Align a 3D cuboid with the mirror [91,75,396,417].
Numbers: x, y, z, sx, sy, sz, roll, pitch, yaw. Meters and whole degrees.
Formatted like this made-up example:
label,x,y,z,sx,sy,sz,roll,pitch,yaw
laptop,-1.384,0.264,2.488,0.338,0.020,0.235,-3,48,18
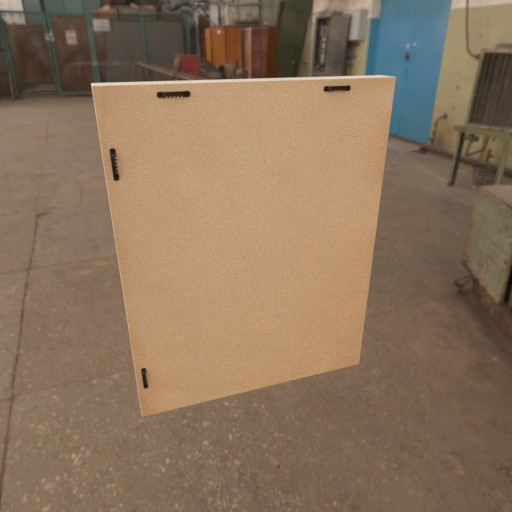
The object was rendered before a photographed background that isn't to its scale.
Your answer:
label,x,y,z,sx,sy,sz,roll,pitch,yaw
mirror,0.000,0.000,0.687,0.406,0.509,0.041,-9,27,-17
